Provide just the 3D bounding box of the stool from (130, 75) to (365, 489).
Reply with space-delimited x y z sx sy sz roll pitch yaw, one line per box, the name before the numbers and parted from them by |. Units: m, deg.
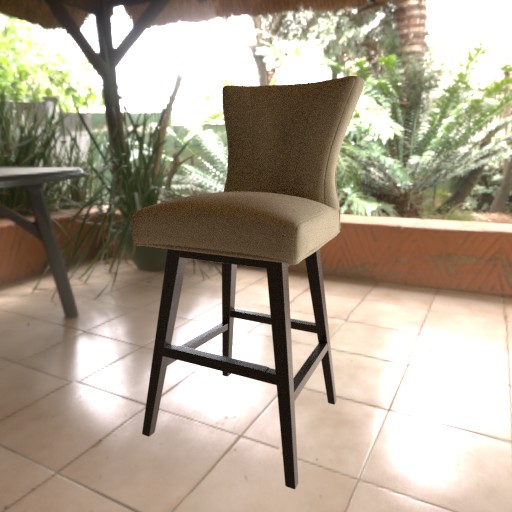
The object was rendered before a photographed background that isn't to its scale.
stool | 0.000 0.000 1.386 0.514 1.086 0.574 7 15 26
